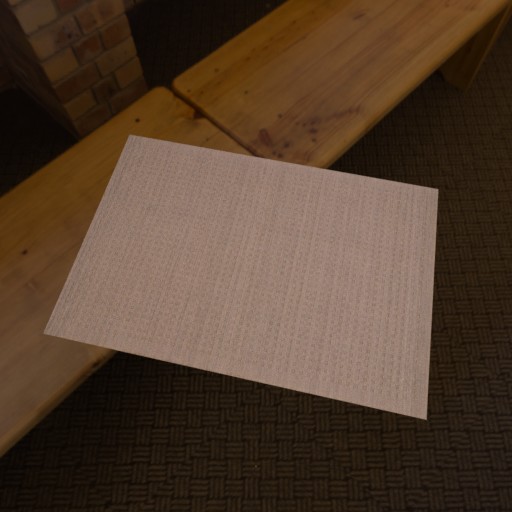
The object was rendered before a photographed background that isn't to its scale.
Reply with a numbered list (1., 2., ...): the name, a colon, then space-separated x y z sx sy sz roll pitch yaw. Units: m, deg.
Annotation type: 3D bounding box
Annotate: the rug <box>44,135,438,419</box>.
1. rug: 0.000 0.000 3.673 2.895 0.006 1.981 11 65 5
